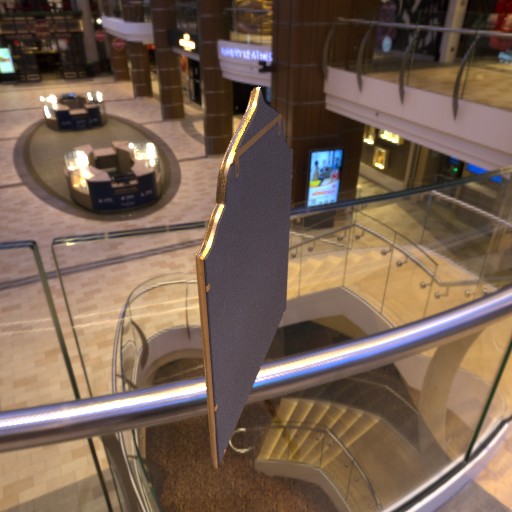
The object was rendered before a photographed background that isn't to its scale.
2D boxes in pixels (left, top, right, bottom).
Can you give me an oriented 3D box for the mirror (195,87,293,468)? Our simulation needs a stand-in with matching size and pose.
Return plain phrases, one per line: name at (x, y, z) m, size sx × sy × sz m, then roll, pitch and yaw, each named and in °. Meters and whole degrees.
mirror at (0.000, 0.000, 0.879) m, size 0.018 × 0.635 × 0.513 m, roll 9°, pitch 32°, yaw 15°
